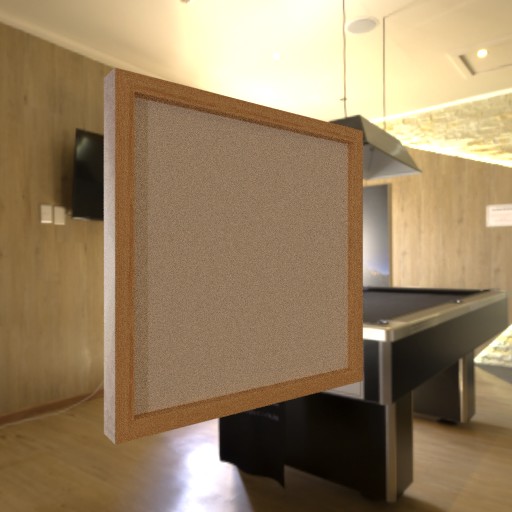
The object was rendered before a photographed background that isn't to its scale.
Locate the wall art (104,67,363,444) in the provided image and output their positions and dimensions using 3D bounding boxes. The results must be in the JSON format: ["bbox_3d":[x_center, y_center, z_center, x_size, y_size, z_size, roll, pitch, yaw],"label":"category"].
[{"bbox_3d":[0.000,0.000,0.458,0.303,0.303,0.028,0,0,-37],"label":"wall art"}]
